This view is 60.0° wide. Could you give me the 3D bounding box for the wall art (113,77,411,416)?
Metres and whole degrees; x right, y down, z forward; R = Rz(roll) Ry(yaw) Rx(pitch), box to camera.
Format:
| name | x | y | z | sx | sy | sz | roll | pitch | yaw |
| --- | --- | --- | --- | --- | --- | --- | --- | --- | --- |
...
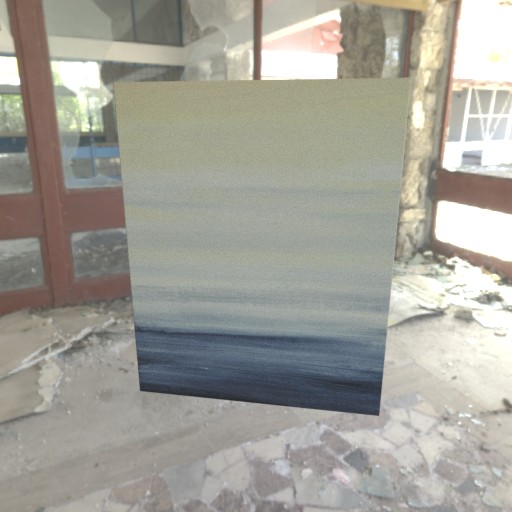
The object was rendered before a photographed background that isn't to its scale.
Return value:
| name | x | y | z | sx | sy | sz | roll | pitch | yaw |
| --- | --- | --- | --- | --- | --- | --- | --- | --- | --- |
| wall art | 0.000 | 0.000 | 0.825 | 0.489 | 0.608 | 0.040 | 3 | 17 | 9 |
